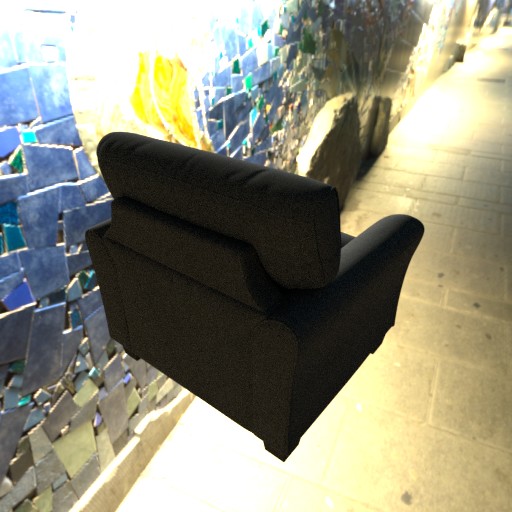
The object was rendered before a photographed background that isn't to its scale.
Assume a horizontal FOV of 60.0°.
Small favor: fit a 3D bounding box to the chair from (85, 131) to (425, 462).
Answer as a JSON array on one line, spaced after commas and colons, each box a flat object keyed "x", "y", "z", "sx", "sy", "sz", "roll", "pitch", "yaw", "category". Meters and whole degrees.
[{"x": 0.000, "y": 0.000, "z": 1.636, "sx": 0.941, "sy": 0.890, "sz": 0.816, "roll": 22, "pitch": 37, "yaw": 33, "category": "chair"}]
